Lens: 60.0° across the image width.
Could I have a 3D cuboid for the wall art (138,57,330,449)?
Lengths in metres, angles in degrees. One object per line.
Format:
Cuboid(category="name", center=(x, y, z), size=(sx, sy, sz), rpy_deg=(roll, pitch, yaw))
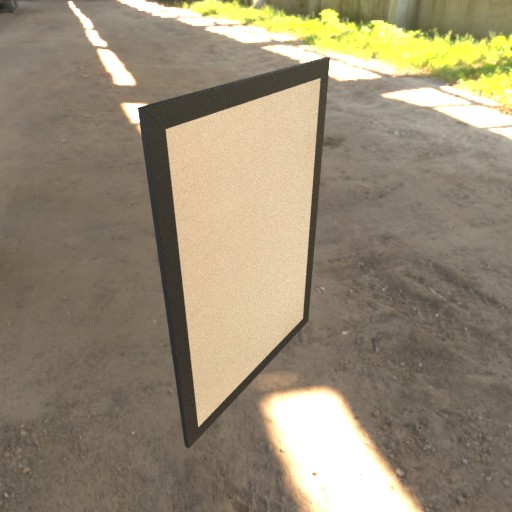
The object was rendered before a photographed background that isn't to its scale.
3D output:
Cuboid(category="wall art", center=(0.000, 0.000, 0.695), size=(0.008, 0.530, 0.379), rpy_deg=(21, 38, 30))
